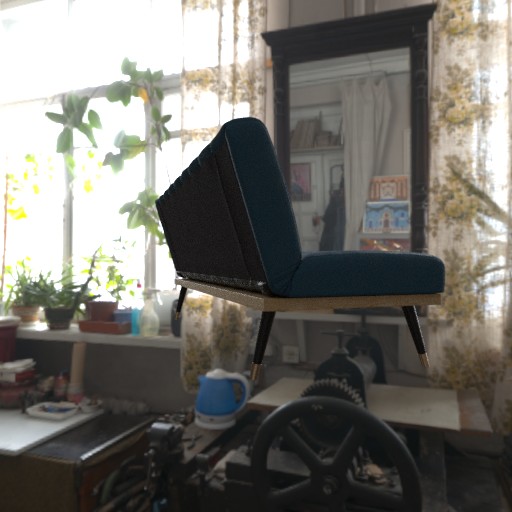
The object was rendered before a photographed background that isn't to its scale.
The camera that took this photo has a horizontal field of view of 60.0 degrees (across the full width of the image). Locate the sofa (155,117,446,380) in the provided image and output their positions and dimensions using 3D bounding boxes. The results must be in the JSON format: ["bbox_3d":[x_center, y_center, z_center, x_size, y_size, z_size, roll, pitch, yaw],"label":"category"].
[{"bbox_3d":[0.000,0.000,2.284,0.830,0.825,1.810,0,-1,-19],"label":"sofa"}]
